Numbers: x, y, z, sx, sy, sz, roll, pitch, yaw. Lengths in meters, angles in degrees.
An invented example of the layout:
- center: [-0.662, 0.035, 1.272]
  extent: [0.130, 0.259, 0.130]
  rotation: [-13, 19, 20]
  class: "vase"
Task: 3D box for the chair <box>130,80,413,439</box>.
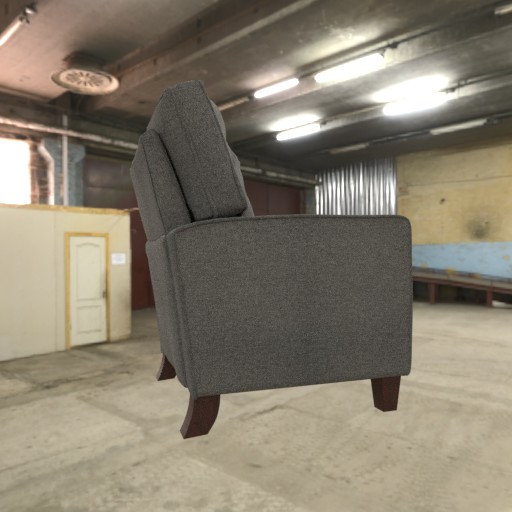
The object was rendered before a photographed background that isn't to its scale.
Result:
- center: [0.000, 0.000, 1.443]
  extent: [0.775, 0.889, 0.650]
  rotation: [0, 0, -19]
  class: "chair"
